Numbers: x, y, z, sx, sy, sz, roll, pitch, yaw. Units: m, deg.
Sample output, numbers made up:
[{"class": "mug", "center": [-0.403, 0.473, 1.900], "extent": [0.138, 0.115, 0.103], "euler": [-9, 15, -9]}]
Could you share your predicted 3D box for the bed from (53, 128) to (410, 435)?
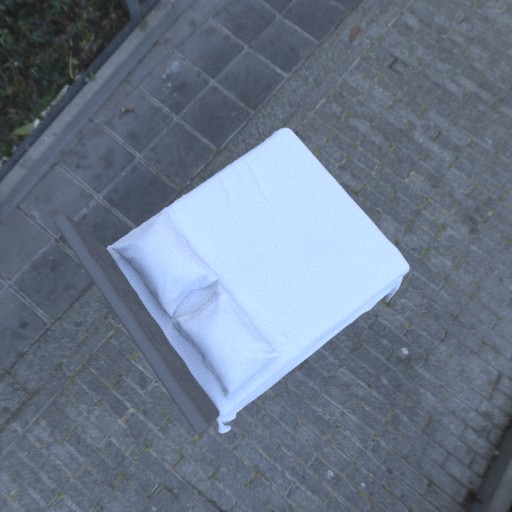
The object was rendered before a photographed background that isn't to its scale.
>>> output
[{"class": "bed", "center": [0.000, 0.000, 3.570], "extent": [2.222, 1.577, 1.936], "euler": [-36, 77, -9]}]
